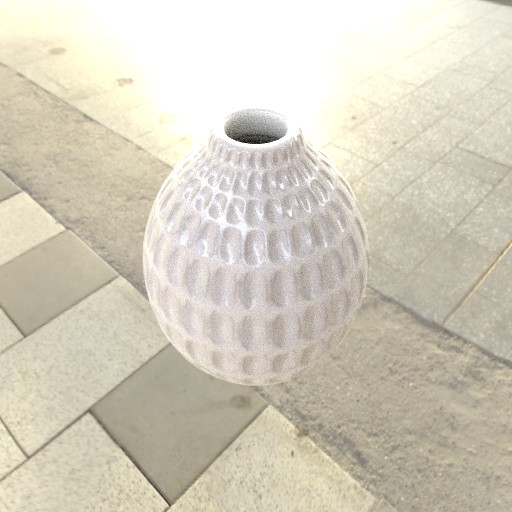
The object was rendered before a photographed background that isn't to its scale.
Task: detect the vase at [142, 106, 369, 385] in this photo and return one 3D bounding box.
[{"bbox_3d":[0.000,0.000,0.256,0.128,0.167,0.128,0,46,0],"label":"vase"}]
